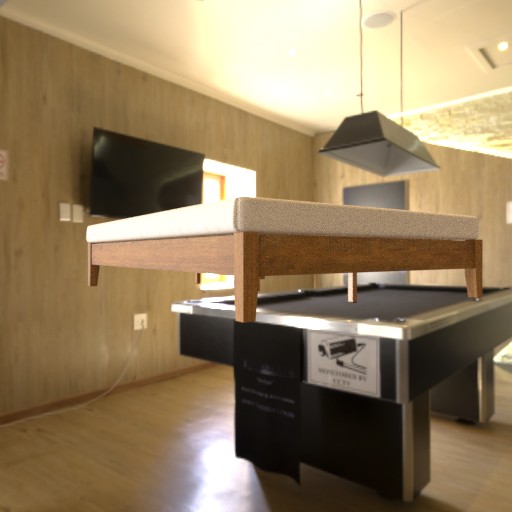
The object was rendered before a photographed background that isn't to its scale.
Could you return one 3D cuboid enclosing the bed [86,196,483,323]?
[{"bbox_3d":[0.000,0.000,2.739,1.536,0.431,2.016,0,0,-35],"label":"bed"}]
